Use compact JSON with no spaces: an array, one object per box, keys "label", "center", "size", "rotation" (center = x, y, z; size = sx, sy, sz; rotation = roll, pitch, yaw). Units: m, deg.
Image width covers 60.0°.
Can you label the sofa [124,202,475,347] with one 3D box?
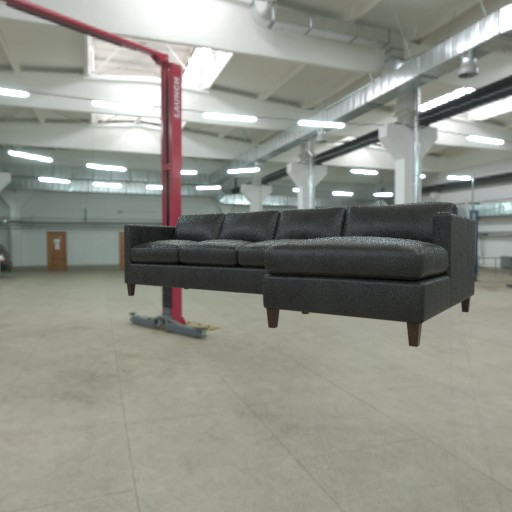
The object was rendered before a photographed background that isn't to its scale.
[{"label":"sofa","center":[0.000,0.000,3.835],"size":[3.203,0.883,1.581],"rotation":[1,2,35]}]
